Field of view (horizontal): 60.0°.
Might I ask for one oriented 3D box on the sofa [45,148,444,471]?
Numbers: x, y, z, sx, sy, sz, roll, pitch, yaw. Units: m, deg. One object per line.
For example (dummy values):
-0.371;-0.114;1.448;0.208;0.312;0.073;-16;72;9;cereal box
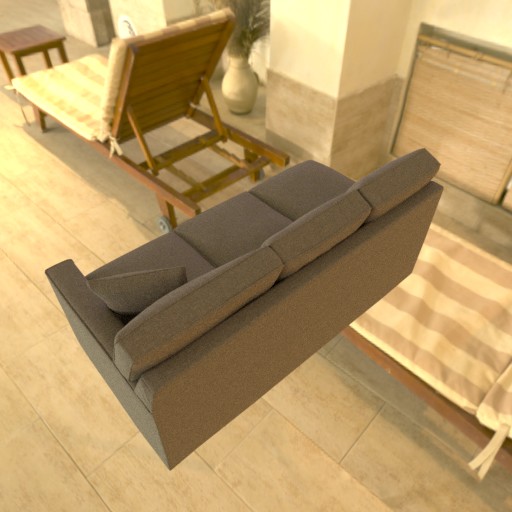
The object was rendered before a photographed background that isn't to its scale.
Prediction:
0.000;0.000;2.512;1.963;0.946;1.034;-31;52;-28;sofa
